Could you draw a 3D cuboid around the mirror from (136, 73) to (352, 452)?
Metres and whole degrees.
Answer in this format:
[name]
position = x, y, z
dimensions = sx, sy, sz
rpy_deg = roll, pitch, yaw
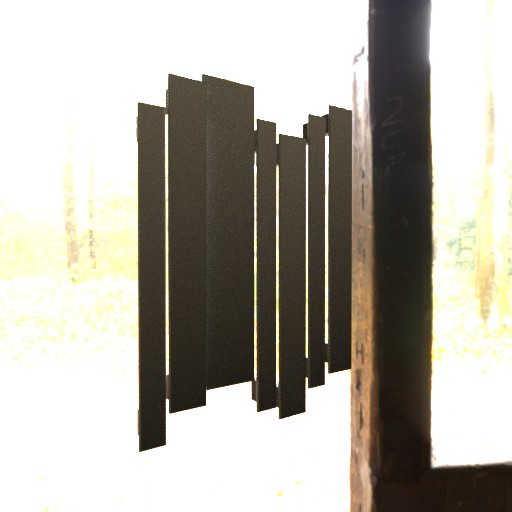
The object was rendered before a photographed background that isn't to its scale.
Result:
[mirror]
position = 0.000, 0.000, 0.805
dimensions = 0.445, 0.611, 0.058
rpy_deg = 0, 1, -35
